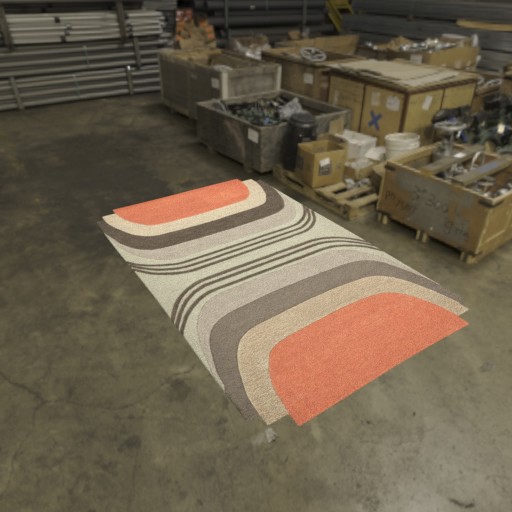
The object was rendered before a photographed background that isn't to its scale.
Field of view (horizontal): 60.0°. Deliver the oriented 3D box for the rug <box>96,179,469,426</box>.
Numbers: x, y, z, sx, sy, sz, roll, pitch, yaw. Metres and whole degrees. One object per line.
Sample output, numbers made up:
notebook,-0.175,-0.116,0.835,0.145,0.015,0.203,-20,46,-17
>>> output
rug,0.000,0.000,3.008,1.530,0.017,2.446,-19,37,-28
